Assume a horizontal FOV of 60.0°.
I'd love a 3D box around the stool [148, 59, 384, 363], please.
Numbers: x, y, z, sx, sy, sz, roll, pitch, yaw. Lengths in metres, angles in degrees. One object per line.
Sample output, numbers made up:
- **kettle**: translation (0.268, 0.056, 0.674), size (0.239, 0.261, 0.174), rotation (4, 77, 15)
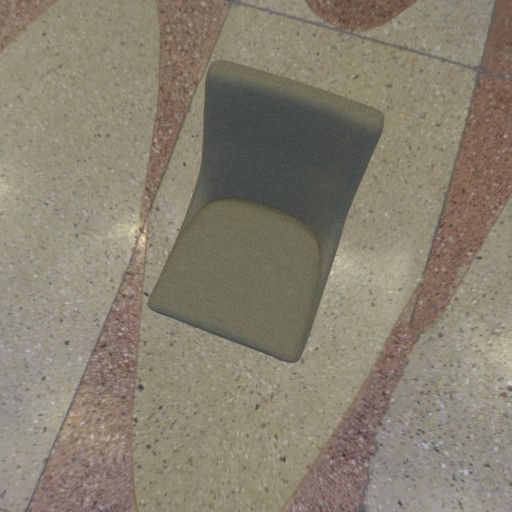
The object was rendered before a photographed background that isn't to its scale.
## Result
- **stool**: translation (0.000, 0.000, 1.431), size (0.470, 1.078, 0.577), rotation (20, 76, 5)
